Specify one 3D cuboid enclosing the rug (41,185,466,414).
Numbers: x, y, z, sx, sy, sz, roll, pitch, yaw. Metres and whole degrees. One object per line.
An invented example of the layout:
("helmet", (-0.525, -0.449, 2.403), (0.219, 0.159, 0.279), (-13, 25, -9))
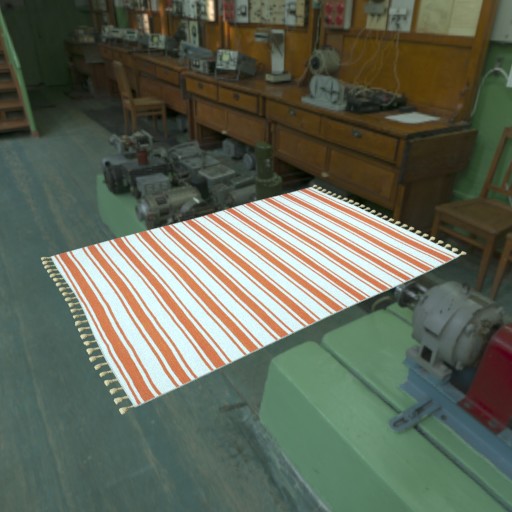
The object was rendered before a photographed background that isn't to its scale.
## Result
("rug", (0.000, 0.000, 2.983), (2.433, 0.022, 1.556), (-19, 35, -29))
